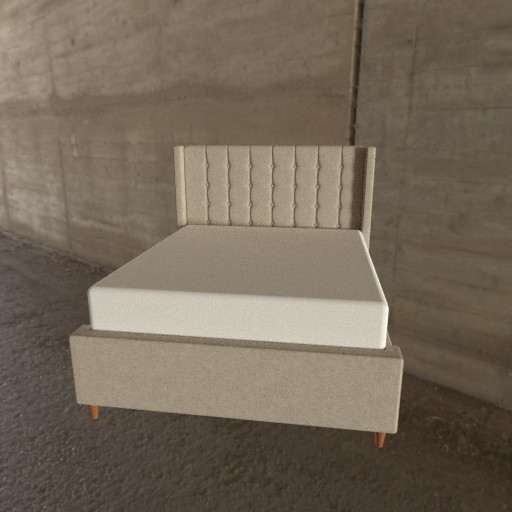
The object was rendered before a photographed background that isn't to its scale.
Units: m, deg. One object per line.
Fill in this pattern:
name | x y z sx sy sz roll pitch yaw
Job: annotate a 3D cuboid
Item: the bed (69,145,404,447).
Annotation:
bed | 0.000 0.000 3.701 2.045 1.743 2.370 2 15 8
